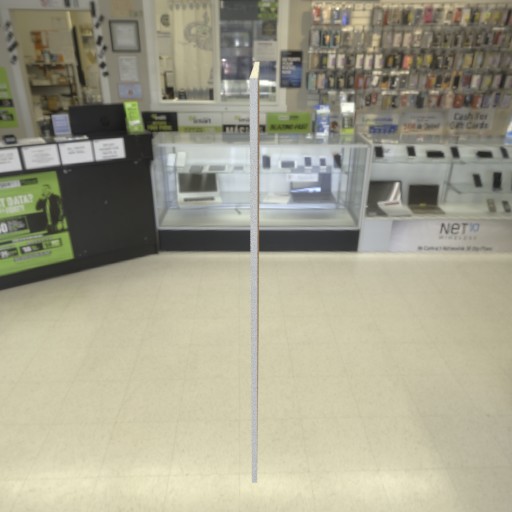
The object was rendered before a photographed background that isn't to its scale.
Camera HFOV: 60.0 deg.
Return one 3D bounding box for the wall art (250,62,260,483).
[{"bbox_3d":[0.000,0.000,1.200,0.013,0.940,0.659,0,26,1],"label":"wall art"}]
